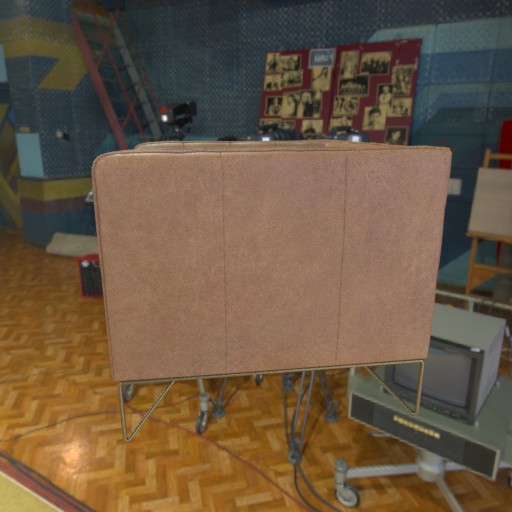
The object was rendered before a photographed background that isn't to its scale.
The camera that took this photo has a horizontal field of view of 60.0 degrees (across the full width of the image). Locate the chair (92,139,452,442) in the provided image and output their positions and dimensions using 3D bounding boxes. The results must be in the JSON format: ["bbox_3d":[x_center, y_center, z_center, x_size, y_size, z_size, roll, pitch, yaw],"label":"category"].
[{"bbox_3d":[0.000,0.000,1.598,0.912,0.797,0.920,-2,16,-8],"label":"chair"}]
